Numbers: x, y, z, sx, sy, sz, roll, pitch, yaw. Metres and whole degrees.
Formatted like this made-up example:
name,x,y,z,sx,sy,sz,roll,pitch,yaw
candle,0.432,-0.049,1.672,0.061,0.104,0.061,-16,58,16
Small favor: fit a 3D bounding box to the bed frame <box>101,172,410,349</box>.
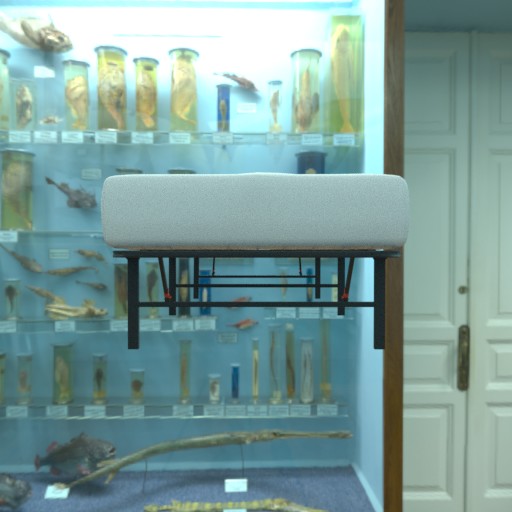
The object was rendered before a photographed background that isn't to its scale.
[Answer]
name,x,y,z,sx,sy,sz,roll,pitch,yaw
bed frame,0.000,0.000,2.386,1.025,0.640,1.908,0,1,0
